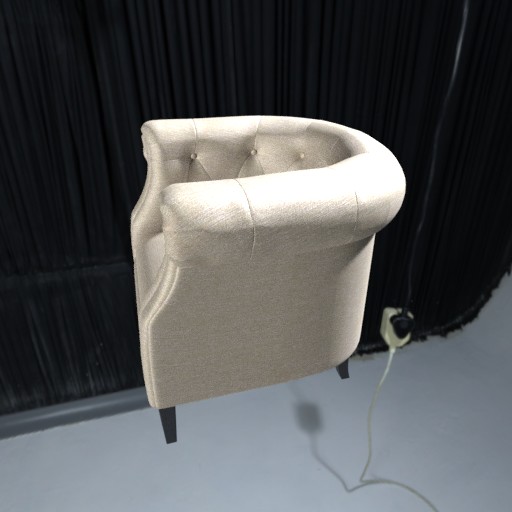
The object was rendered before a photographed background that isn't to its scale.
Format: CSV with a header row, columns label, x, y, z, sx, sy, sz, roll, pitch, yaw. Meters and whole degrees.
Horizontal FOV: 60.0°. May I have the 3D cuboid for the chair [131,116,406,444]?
label,x,y,z,sx,sy,sz,roll,pitch,yaw
chair,0.000,0.000,1.561,0.852,0.827,0.905,-8,30,-14
